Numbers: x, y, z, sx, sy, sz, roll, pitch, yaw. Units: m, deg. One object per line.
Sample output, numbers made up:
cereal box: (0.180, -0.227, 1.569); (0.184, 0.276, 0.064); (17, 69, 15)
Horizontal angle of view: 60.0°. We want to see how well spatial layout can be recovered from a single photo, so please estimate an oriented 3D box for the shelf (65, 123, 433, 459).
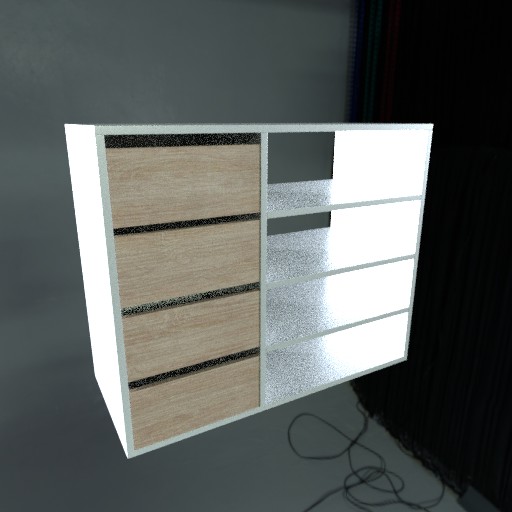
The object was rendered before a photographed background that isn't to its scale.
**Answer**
shelf: (0.000, 0.000, 1.281); (0.895, 0.732, 0.396); (-9, 19, -28)
